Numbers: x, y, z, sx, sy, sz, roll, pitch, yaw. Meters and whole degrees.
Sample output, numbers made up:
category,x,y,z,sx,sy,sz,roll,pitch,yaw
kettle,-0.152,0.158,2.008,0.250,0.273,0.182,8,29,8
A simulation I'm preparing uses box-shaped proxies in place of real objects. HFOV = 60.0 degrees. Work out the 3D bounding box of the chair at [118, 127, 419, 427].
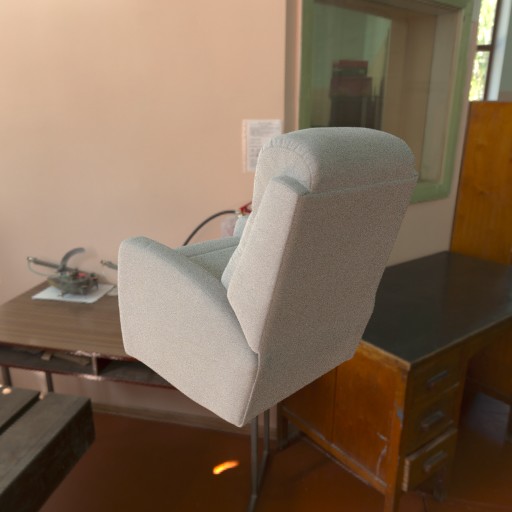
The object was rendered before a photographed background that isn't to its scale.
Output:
category,x,y,z,sx,sy,sz,roll,pitch,yaw
chair,0.000,0.000,1.806,0.798,1.013,1.043,-16,23,-42
